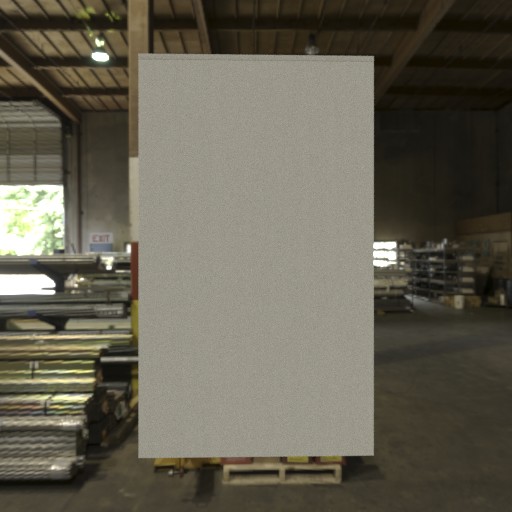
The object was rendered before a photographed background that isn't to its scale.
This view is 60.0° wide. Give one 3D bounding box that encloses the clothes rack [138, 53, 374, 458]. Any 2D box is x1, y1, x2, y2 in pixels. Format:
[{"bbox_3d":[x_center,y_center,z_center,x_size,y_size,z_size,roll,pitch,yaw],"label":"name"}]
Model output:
[{"bbox_3d":[0.000,0.000,1.536,0.750,1.280,0.250,0,0,-1],"label":"clothes rack"}]
